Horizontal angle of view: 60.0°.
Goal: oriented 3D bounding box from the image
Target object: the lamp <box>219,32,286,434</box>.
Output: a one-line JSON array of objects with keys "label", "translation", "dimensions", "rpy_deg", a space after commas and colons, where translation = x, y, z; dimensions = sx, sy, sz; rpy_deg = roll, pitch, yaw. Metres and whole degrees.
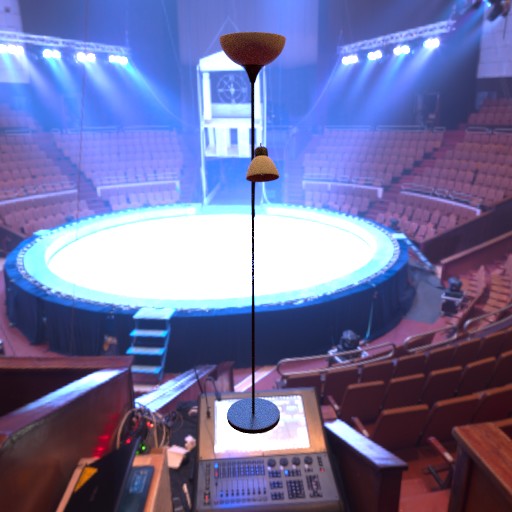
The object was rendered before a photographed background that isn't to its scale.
[{"label": "lamp", "translation": [0.000, 0.000, 1.985], "dimensions": [0.279, 1.804, 0.442], "rpy_deg": [-3, 16, -9]}]
